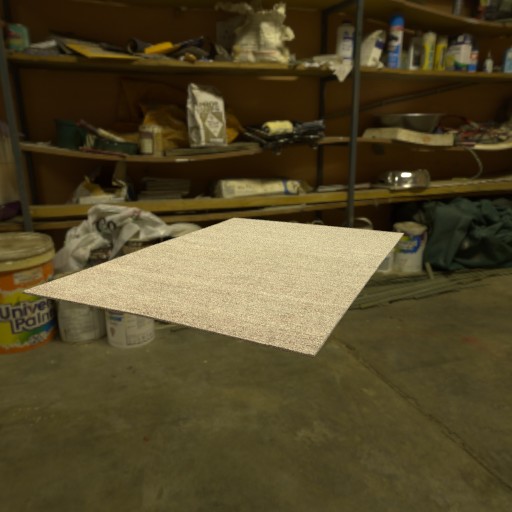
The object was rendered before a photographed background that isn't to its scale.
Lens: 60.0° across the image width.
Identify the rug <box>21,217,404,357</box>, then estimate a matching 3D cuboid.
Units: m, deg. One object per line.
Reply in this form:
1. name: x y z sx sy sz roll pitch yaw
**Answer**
1. rug: 0.000 0.000 3.002 1.609 0.030 2.342 7 17 25
